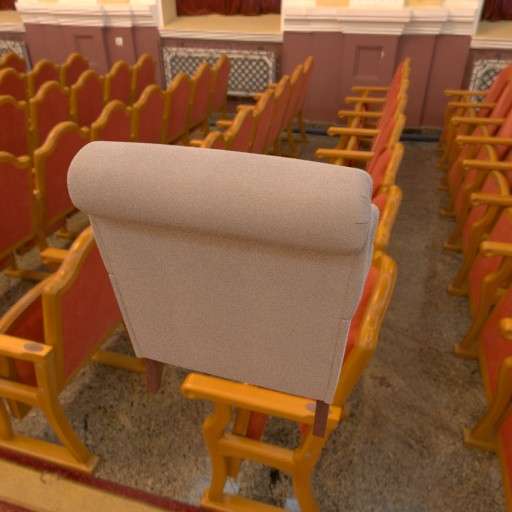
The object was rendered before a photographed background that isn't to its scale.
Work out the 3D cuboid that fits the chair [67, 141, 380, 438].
[{"bbox_3d":[0.000,0.000,1.526,0.766,0.942,0.842,9,33,15],"label":"chair"}]
